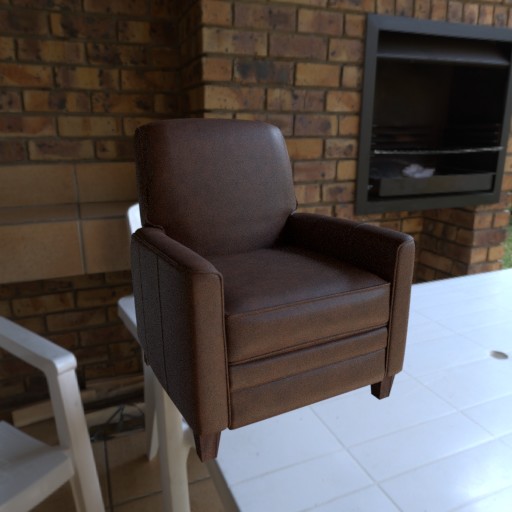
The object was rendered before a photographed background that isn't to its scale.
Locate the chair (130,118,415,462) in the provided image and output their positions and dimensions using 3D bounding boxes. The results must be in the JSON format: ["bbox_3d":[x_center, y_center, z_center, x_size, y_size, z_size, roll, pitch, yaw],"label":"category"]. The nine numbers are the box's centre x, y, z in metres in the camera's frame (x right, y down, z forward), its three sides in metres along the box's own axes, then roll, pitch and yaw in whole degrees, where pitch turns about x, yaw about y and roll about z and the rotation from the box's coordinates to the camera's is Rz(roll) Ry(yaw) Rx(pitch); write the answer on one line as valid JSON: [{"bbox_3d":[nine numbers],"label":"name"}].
[{"bbox_3d":[0.000,0.000,1.663,0.839,1.010,0.850,-8,17,-27],"label":"chair"}]
